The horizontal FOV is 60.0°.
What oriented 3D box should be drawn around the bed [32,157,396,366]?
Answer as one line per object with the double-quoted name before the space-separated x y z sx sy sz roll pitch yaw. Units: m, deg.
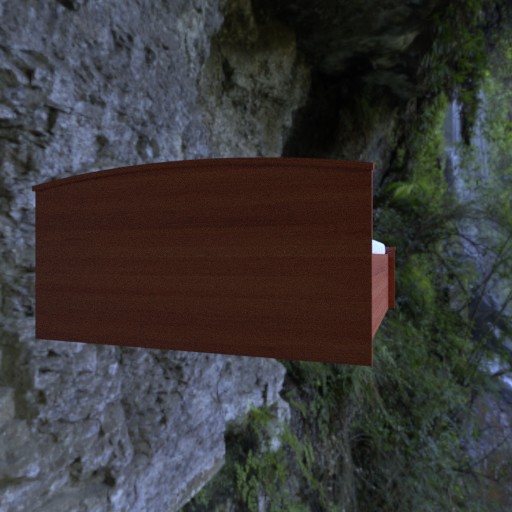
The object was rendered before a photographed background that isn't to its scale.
"bed" 0.000 0.000 2.934 1.683 0.848 2.053 0 0 20
